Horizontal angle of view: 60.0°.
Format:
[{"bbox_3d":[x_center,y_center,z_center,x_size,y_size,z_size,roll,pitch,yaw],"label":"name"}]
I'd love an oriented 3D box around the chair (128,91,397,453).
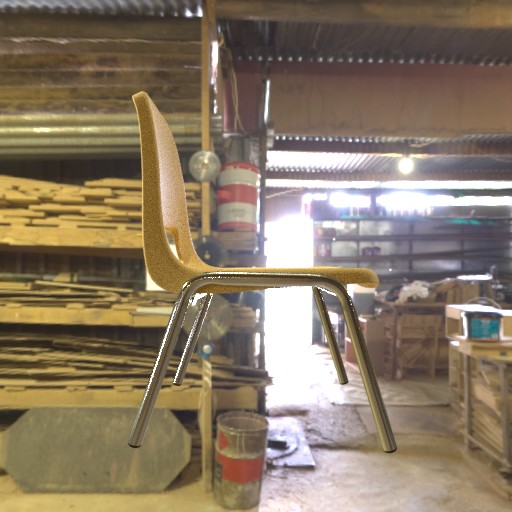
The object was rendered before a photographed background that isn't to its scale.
[{"bbox_3d":[0.000,0.000,0.773,0.385,0.536,0.354,0,-1,1],"label":"chair"}]
